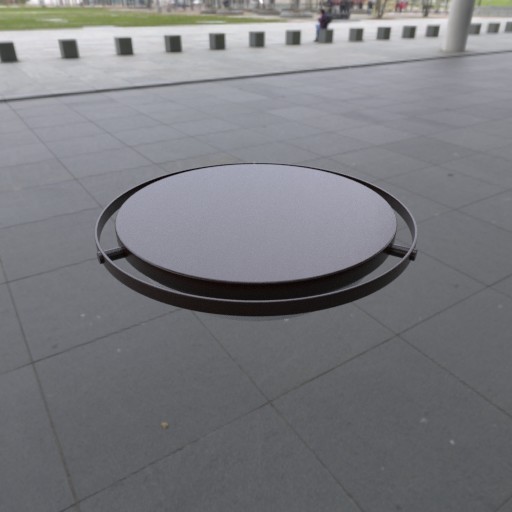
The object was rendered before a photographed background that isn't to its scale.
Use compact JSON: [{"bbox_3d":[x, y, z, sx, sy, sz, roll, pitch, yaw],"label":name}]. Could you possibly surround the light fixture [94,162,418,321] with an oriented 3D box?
[{"bbox_3d":[0.000,0.000,0.548,0.361,0.130,0.361,0,30,0],"label":"light fixture"}]
